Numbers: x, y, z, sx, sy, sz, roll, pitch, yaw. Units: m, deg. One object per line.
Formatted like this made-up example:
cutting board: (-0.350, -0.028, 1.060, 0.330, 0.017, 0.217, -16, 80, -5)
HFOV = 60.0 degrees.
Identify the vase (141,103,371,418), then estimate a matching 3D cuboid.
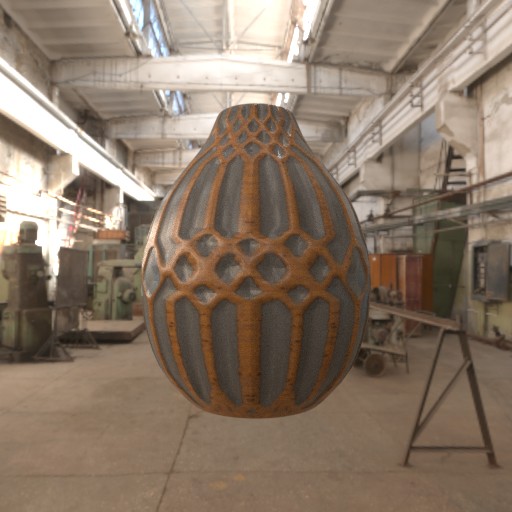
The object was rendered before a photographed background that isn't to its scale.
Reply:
vase: (0.000, 0.000, 0.138, 0.069, 0.088, 0.069, 0, -1, 0)
